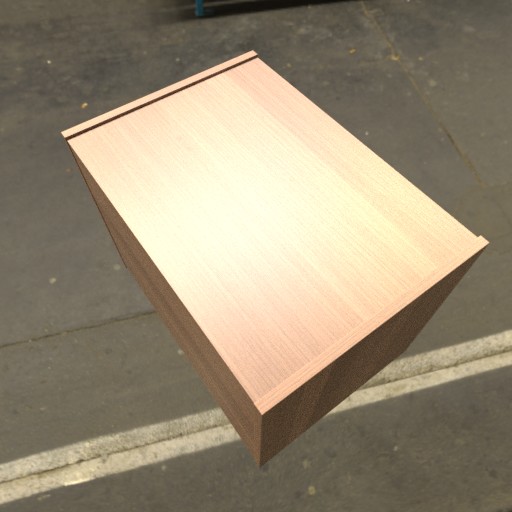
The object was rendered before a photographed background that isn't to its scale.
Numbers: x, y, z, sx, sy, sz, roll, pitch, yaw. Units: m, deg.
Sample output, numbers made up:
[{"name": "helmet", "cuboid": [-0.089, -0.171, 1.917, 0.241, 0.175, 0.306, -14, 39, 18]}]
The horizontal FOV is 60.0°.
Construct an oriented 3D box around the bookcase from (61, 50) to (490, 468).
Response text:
[{"name": "bookcase", "cuboid": [0.000, 0.000, 0.626, 0.290, 0.305, 0.415, -31, 62, -19]}]
